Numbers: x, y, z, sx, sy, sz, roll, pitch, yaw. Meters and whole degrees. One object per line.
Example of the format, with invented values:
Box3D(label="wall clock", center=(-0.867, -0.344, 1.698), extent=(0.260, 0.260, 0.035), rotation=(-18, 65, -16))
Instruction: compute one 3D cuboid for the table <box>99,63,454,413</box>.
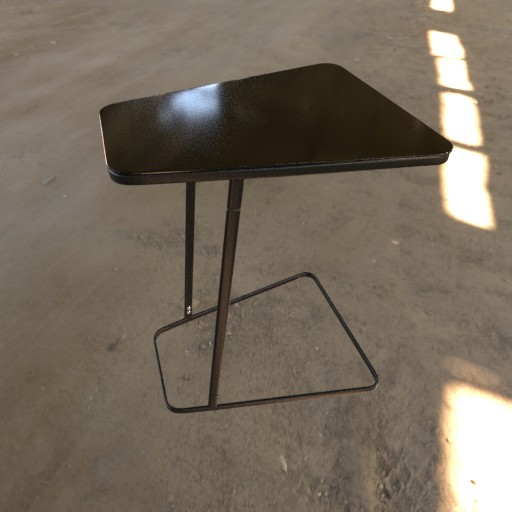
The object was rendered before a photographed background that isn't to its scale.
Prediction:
Box3D(label="table", center=(0.000, 0.000, 0.946), extent=(0.500, 0.624, 0.427), rotation=(-12, 42, -14))
